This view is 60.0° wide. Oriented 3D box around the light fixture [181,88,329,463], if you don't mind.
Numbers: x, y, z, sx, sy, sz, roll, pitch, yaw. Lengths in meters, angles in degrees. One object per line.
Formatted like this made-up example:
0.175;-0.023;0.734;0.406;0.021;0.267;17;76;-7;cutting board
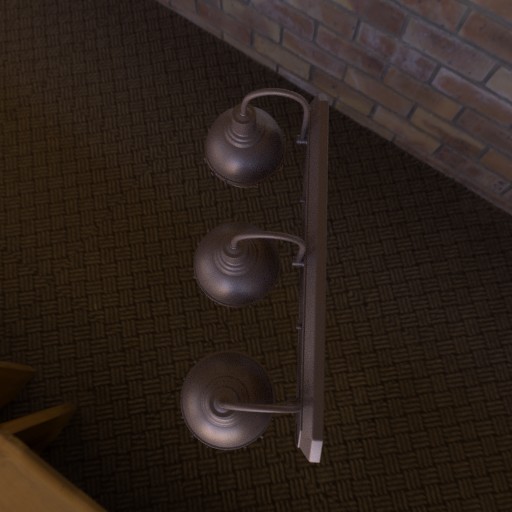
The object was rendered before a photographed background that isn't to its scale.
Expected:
0.000;0.000;0.755;0.229;0.254;0.634;3;75;1;light fixture
